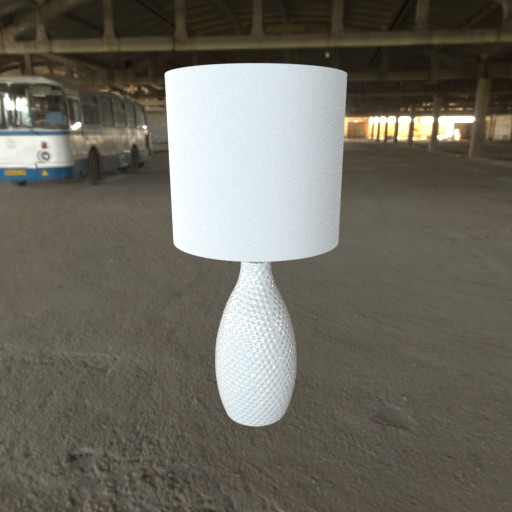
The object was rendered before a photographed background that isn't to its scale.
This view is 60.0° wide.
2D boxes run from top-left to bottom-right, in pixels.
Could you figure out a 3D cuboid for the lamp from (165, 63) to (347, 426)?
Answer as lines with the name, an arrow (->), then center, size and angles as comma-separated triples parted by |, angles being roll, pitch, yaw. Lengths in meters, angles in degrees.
lamp -> 0.000, 0.000, 0.594 | 0.214, 0.466, 0.214 | 2, 16, 8
